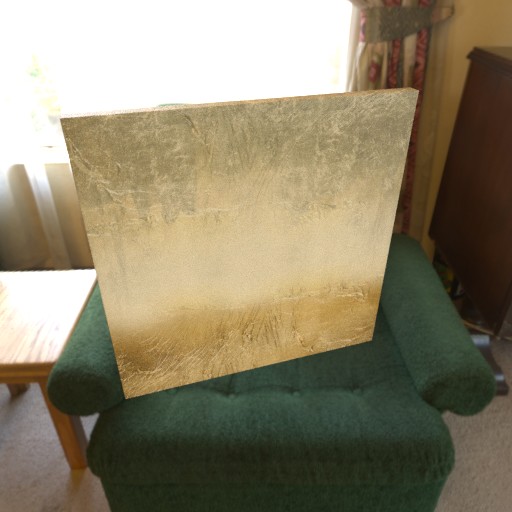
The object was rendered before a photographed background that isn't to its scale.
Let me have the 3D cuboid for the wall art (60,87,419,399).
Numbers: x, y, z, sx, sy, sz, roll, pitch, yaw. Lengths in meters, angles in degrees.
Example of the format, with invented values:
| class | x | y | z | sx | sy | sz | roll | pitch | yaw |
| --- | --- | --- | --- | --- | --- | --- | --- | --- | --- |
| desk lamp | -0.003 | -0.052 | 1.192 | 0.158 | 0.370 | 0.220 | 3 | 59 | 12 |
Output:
| class | x | y | z | sx | sy | sz | roll | pitch | yaw |
| --- | --- | --- | --- | --- | --- | --- | --- | --- | --- |
| wall art | 0.000 | 0.000 | 1.610 | 1.092 | 1.091 | 0.051 | -10 | 34 | -15 |
